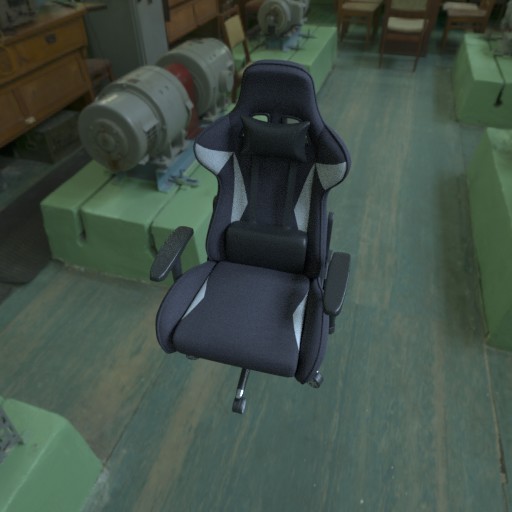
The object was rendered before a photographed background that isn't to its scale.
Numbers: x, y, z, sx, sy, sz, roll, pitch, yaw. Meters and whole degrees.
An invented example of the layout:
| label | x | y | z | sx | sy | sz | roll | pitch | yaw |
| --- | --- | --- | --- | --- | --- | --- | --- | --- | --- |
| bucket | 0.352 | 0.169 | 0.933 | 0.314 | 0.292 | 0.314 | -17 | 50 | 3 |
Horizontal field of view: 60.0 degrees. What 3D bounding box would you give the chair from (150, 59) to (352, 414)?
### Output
| label | x | y | z | sx | sy | sz | roll | pitch | yaw |
| --- | --- | --- | --- | --- | --- | --- | --- | --- | --- |
| chair | 0.000 | 0.000 | 1.739 | 0.730 | 1.300 | 0.695 | 10 | 41 | 12 |
